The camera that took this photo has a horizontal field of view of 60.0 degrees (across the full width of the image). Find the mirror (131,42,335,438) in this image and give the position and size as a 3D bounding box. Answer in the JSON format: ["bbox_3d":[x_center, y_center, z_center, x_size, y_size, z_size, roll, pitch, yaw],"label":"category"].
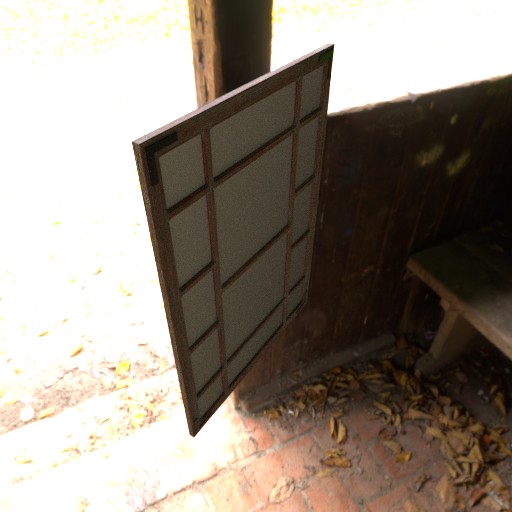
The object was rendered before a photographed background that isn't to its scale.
[{"bbox_3d":[0.000,0.000,1.283,0.025,0.996,0.705,24,46,26],"label":"mirror"}]
